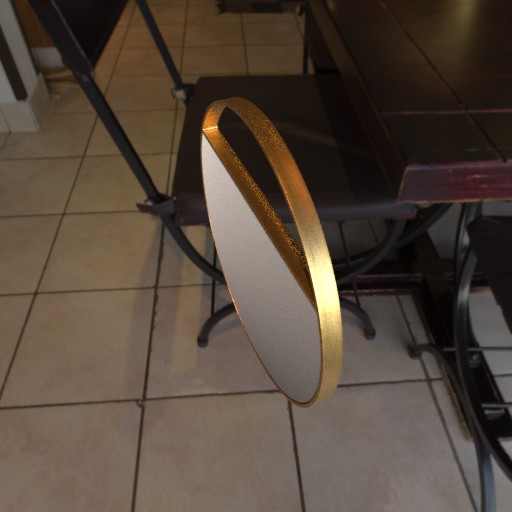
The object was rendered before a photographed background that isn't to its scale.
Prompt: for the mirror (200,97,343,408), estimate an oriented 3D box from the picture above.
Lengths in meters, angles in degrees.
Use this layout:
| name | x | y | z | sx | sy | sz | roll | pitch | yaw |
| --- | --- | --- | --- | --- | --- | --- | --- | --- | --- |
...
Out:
| name | x | y | z | sx | sy | sz | roll | pitch | yaw |
| --- | --- | --- | --- | --- | --- | --- | --- | --- | --- |
| mirror | 0.000 | 0.000 | 0.833 | 0.032 | 0.565 | 0.565 | -17 | 48 | -16 |
